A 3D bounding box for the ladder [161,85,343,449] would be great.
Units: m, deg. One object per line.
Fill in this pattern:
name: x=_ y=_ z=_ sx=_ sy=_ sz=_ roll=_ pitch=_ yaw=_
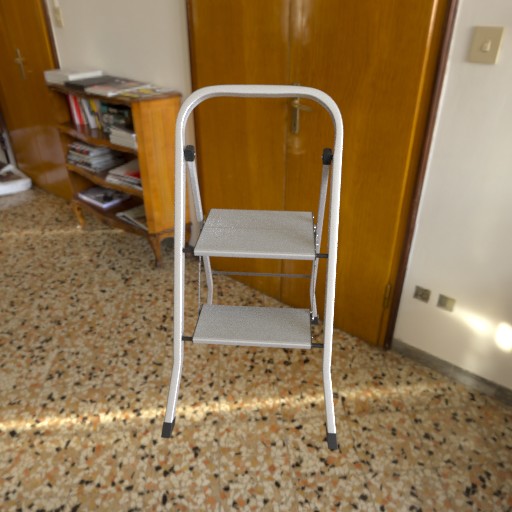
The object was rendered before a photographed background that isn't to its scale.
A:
ladder: x=0.000 y=0.000 z=1.184 sx=0.465 sy=0.830 sz=0.530 roll=2 pitch=30 yaw=4
